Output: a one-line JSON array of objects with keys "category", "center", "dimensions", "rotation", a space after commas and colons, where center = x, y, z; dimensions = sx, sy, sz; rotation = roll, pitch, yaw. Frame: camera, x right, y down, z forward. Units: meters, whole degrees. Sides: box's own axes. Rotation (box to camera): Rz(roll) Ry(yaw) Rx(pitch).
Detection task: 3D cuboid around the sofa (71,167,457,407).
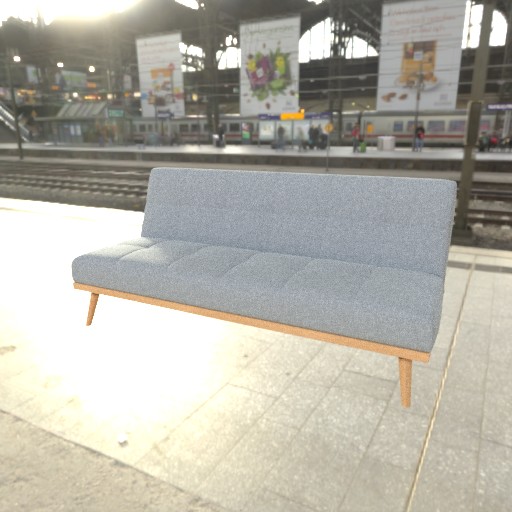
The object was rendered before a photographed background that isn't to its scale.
[{"category": "sofa", "center": [0.000, 0.000, 2.282], "dimensions": [1.820, 0.800, 0.800], "rotation": [8, 17, 25]}]
